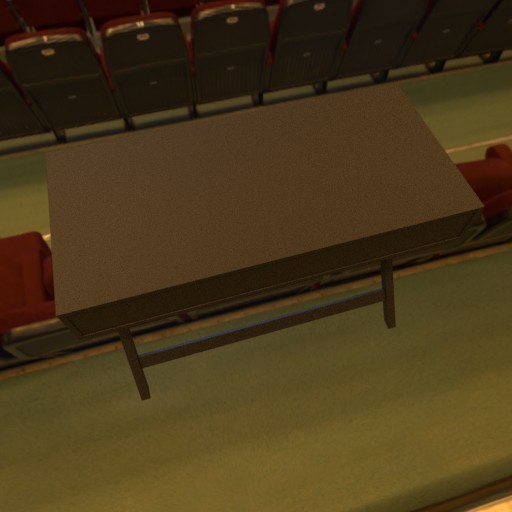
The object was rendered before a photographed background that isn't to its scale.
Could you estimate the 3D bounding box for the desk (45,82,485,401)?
[{"bbox_3d":[0.000,0.000,1.501,1.057,0.780,0.504,-14,60,-8],"label":"desk"}]
